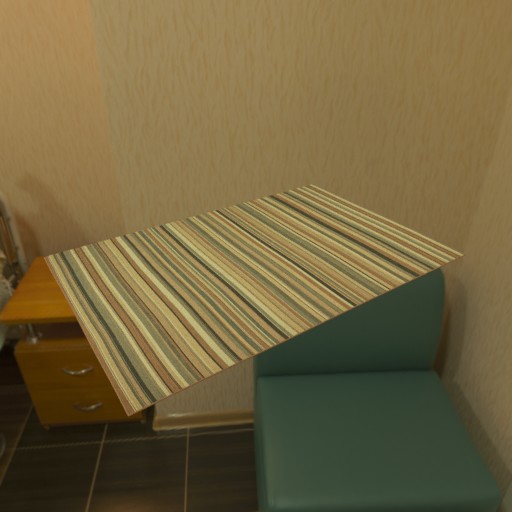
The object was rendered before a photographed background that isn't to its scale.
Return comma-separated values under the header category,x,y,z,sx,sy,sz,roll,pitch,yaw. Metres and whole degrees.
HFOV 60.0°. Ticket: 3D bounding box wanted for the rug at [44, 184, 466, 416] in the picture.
category,x,y,z,sx,sy,sz,roll,pitch,yaw
rug,0.000,0.000,2.303,1.829,0.008,1.219,-19,35,-29
